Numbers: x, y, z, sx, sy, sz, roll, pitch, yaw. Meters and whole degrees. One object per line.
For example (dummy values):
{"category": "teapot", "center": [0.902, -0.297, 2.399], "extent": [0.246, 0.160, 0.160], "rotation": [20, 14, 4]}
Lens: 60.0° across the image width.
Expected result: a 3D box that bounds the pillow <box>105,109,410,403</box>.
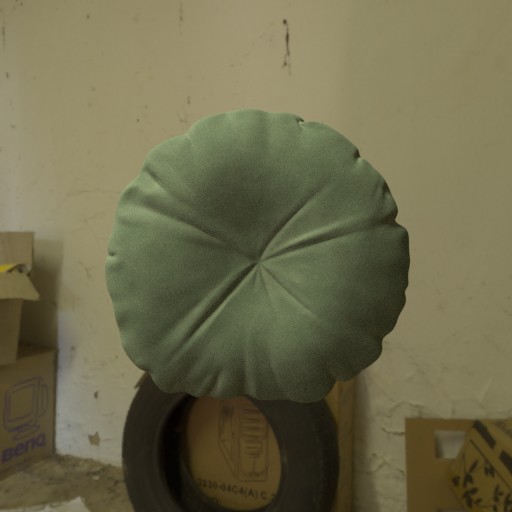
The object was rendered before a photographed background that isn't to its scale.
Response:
{"category": "pillow", "center": [0.000, 0.000, 0.632], "extent": [0.428, 0.407, 0.148], "rotation": [0, 0, 0]}
